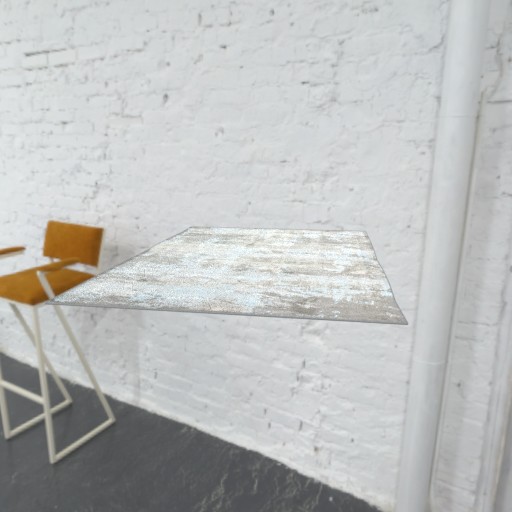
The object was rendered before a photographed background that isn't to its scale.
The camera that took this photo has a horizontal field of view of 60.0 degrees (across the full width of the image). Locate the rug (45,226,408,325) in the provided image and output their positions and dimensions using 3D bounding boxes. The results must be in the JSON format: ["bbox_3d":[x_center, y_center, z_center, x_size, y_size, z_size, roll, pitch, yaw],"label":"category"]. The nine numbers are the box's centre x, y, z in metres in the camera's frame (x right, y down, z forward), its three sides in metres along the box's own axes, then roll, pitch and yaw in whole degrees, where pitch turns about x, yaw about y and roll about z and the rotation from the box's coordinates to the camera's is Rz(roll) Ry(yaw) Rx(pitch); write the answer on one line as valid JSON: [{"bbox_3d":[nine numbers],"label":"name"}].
[{"bbox_3d":[0.000,0.000,4.422,2.393,0.013,3.307,2,13,9],"label":"rug"}]
